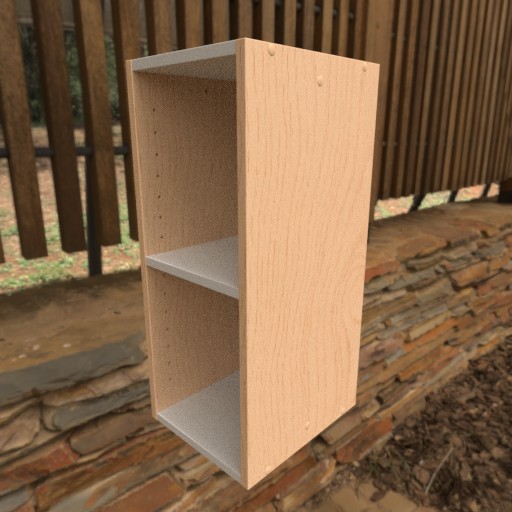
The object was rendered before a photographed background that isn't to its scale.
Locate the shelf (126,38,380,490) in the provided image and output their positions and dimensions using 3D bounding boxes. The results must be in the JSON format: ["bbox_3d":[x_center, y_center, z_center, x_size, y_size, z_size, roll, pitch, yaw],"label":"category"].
[{"bbox_3d":[0.000,0.000,0.744,0.250,0.600,0.290,15,22,42],"label":"shelf"}]
